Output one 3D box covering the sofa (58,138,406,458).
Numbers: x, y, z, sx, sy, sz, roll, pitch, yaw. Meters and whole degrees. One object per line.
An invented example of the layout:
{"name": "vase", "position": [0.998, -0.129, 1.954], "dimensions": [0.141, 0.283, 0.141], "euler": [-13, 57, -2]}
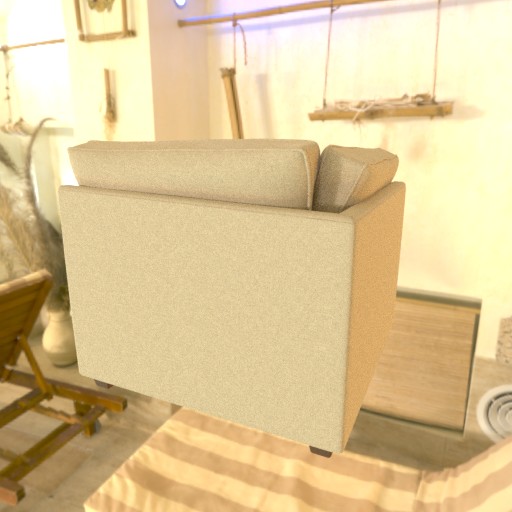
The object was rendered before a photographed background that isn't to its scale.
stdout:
{"name": "sofa", "position": [0.000, 0.000, 1.825], "dimensions": [1.042, 0.937, 1.050], "euler": [7, 17, 25]}
